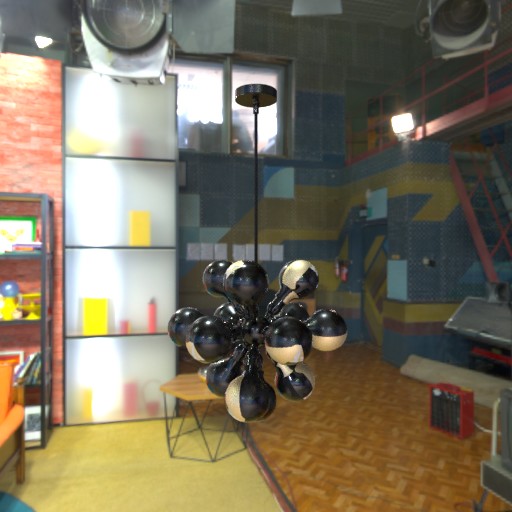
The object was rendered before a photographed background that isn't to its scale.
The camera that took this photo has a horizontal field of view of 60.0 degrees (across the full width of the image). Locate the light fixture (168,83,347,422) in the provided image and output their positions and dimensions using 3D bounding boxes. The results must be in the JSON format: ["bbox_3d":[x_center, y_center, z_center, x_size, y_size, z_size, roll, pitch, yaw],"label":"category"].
[{"bbox_3d":[0.000,0.000,1.157,0.420,0.859,0.468,0,0,36],"label":"light fixture"}]
